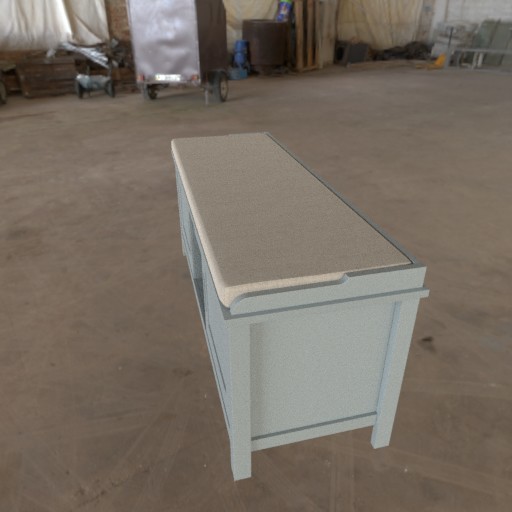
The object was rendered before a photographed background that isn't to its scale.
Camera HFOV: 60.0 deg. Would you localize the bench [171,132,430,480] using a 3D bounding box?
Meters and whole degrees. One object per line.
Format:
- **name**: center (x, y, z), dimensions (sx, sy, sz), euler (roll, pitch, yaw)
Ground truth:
- **bench**: center (0.000, 0.000, 1.386), dimensions (0.398, 0.501, 1.140), euler (-7, 29, -12)
